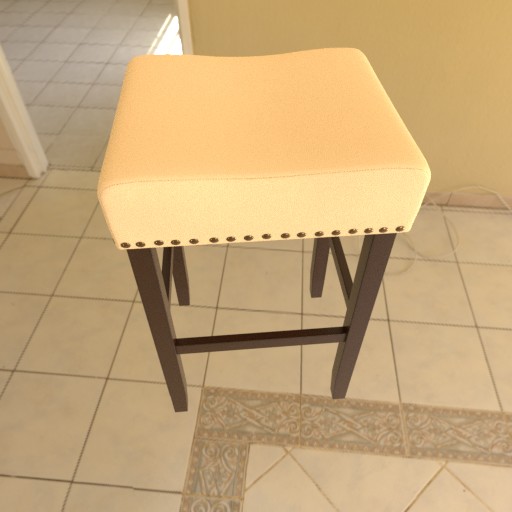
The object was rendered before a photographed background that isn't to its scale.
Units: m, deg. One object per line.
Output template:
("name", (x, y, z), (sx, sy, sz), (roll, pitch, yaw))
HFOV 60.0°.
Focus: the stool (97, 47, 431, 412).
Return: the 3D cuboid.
("stool", (0.000, 0.000, 1.004), (0.471, 0.762, 0.401), (-4, 48, -3))
